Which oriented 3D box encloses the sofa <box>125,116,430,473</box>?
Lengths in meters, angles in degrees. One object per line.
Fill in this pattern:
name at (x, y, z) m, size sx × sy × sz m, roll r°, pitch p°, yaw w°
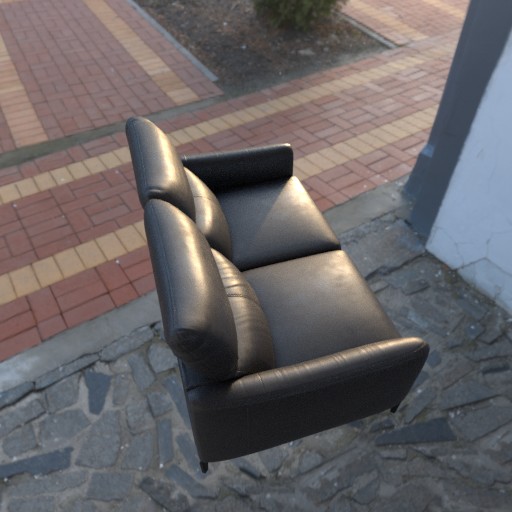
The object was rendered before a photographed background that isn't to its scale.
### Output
sofa at (0.000, 0.000, 2.127) m, size 0.958 × 0.920 × 1.596 m, roll -12°, pitch 46°, yaw -12°
